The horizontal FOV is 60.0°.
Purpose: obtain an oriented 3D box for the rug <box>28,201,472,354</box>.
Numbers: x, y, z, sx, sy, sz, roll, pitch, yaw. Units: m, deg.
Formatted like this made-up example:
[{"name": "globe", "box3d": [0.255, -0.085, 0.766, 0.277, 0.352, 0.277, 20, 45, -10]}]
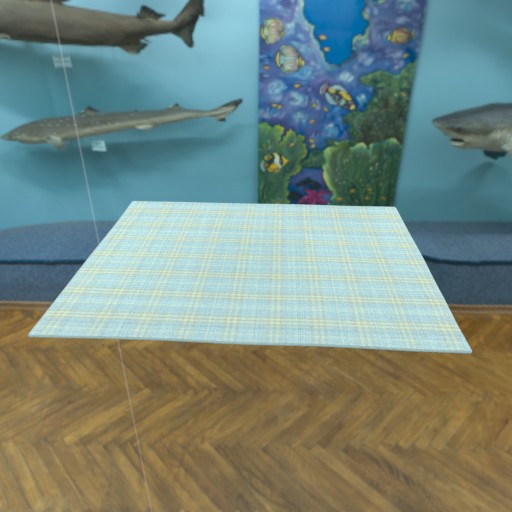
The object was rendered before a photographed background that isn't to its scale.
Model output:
[{"name": "rug", "box3d": [0.000, 0.000, 4.087, 3.066, 0.030, 2.462, 2, 29, 3]}]
